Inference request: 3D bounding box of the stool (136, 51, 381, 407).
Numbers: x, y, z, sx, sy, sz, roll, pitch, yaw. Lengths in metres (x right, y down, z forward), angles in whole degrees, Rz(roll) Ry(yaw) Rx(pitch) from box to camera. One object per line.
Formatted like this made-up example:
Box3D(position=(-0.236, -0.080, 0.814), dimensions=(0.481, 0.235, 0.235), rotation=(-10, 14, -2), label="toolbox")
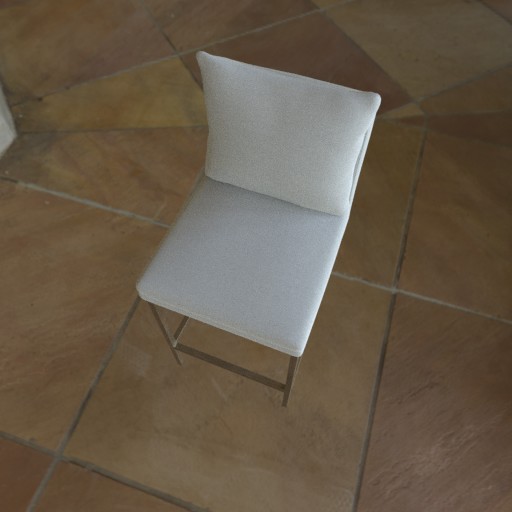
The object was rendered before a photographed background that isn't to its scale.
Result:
Box3D(position=(0.000, 0.000, 1.351), dimensions=(0.463, 1.032, 0.572), rotation=(19, 60, 11), label="stool")
